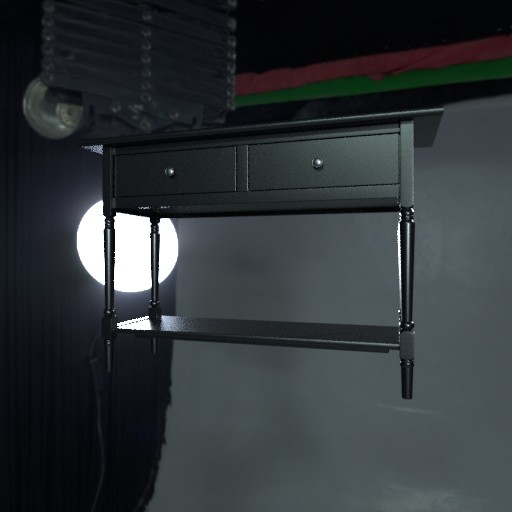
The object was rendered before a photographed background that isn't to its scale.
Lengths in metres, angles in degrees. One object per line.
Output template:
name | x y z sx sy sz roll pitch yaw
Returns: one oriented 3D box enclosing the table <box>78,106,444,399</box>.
table | 0.000 0.000 1.561 1.191 0.819 0.386 0 0 18
